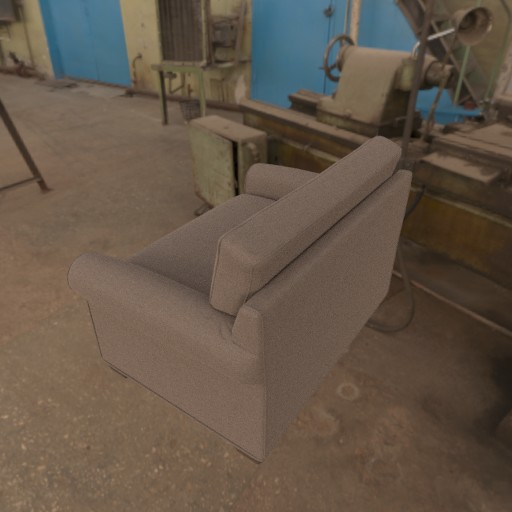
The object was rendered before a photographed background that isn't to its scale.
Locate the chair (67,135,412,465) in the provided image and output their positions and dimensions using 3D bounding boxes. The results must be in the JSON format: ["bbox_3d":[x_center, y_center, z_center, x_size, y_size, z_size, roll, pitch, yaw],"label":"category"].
[{"bbox_3d":[0.000,0.000,2.040,0.930,0.930,1.390,21,38,29],"label":"chair"}]
